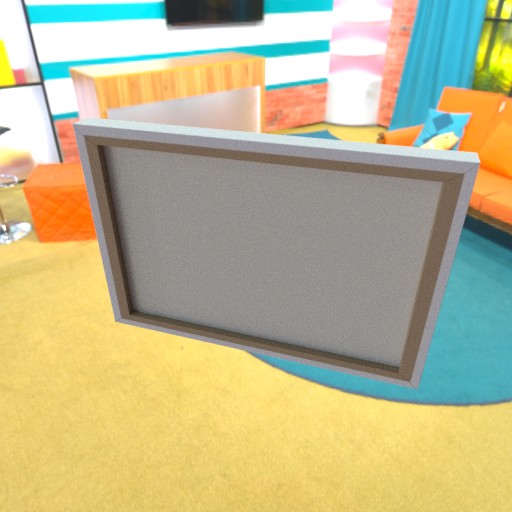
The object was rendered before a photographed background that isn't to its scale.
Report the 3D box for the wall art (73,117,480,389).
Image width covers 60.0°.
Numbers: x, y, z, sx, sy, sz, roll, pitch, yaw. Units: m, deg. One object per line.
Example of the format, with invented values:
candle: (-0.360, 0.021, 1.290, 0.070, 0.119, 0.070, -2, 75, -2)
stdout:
wall art: (0.000, 0.000, 0.763, 0.608, 0.414, 0.042, 9, 33, 15)
